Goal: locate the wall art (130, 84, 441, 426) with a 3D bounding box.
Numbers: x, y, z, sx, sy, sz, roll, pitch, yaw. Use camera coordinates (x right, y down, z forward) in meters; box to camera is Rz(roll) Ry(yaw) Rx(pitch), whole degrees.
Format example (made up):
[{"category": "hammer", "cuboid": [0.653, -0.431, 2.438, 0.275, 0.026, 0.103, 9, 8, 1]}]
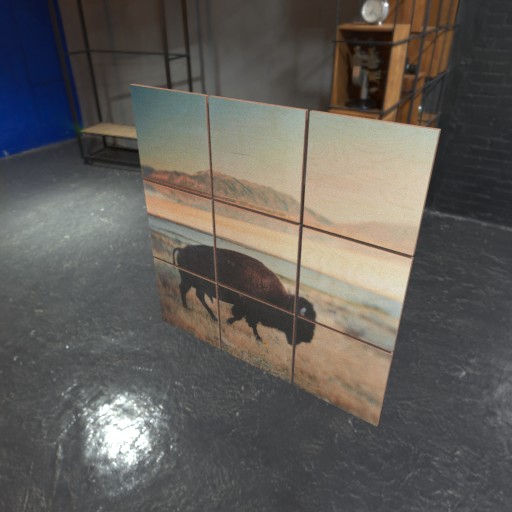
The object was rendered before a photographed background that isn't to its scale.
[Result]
[{"category": "wall art", "cuboid": [0.000, 0.000, 1.351, 0.906, 0.904, 0.018, 19, 36, 29]}]
